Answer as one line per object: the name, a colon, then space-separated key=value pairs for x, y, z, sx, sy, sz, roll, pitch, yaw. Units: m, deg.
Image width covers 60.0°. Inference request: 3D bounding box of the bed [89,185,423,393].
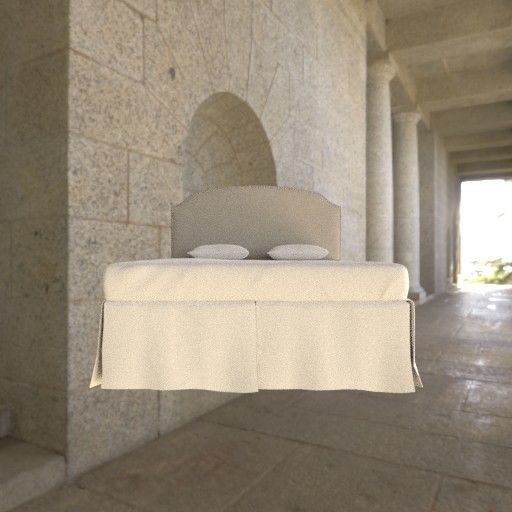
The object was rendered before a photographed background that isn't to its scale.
bed: x=0.000 y=0.000 z=3.011 sx=1.558 sy=1.270 sz=1.999 roll=0 pitch=0 yaw=0
